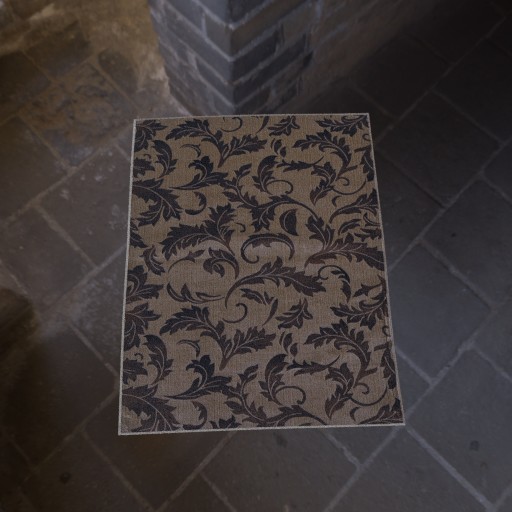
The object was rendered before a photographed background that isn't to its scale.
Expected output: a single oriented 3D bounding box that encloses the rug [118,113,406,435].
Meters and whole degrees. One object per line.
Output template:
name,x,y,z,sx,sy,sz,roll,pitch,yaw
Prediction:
rug,0.000,0.000,4.057,2.380,0.008,2.977,-2,74,-1
